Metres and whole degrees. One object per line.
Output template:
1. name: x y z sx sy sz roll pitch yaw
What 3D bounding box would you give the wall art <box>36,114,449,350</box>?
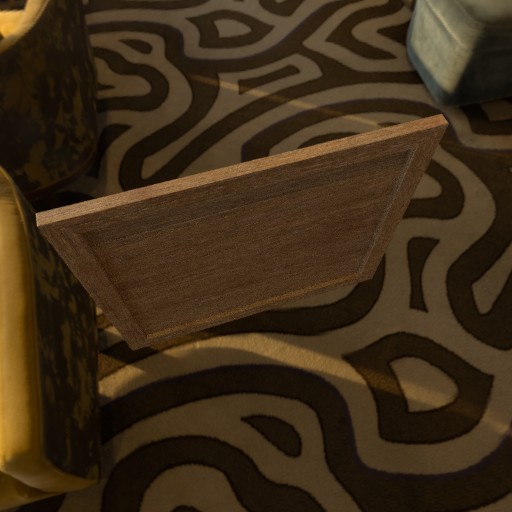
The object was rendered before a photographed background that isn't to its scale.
1. wall art: 0.000 0.000 0.971 0.690 0.588 0.026 -16 61 -9
